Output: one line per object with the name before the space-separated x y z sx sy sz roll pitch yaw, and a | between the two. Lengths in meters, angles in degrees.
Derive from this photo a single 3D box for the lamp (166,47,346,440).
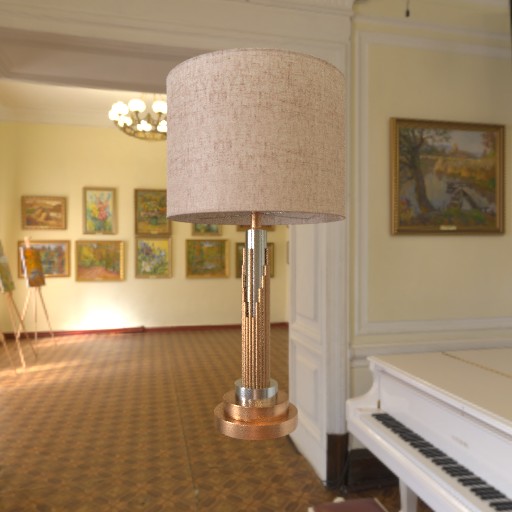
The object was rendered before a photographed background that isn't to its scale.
lamp | 0.000 0.000 0.809 0.321 0.610 0.321 0 0 0
